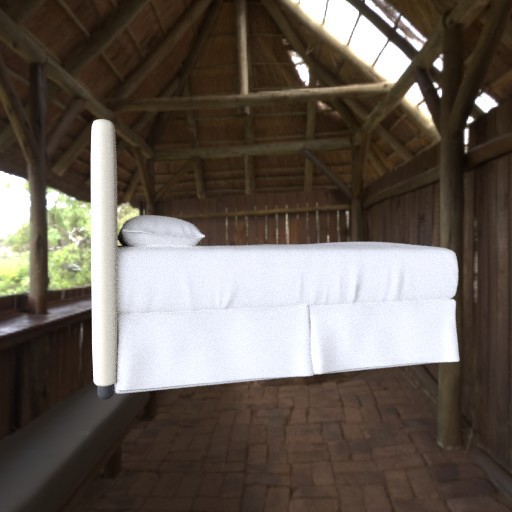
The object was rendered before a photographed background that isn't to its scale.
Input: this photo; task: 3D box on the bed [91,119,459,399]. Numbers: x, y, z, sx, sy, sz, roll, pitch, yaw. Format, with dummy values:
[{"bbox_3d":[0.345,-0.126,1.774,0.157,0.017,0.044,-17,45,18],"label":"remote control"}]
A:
[{"bbox_3d":[0.000,0.000,3.152,2.147,1.330,1.714,0,1,-18],"label":"bed"}]
